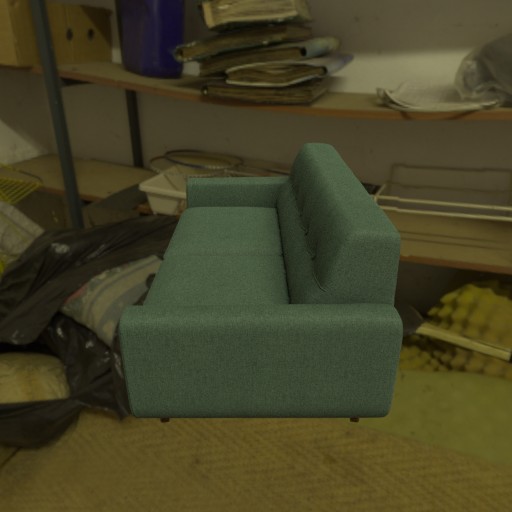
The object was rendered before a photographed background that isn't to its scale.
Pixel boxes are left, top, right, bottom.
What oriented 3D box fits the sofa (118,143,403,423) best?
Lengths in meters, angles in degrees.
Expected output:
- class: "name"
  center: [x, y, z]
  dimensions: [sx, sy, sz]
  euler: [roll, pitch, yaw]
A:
- class: "sofa"
  center: [0.000, 0.000, 2.141]
  dimensions: [0.909, 0.841, 1.631]
  euler: [0, 25, 0]
